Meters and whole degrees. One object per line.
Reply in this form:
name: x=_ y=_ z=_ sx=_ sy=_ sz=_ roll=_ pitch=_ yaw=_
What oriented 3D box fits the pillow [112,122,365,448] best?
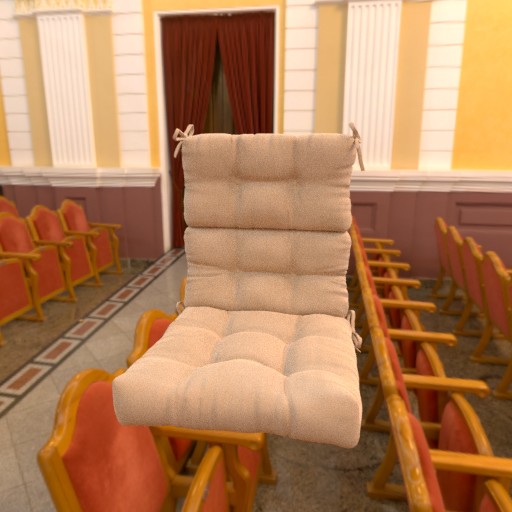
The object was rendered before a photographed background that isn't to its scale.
pillow: x=0.000 y=0.000 z=1.020 sx=0.519 sy=0.605 sz=0.571 roll=2 pitch=15 yaw=9
